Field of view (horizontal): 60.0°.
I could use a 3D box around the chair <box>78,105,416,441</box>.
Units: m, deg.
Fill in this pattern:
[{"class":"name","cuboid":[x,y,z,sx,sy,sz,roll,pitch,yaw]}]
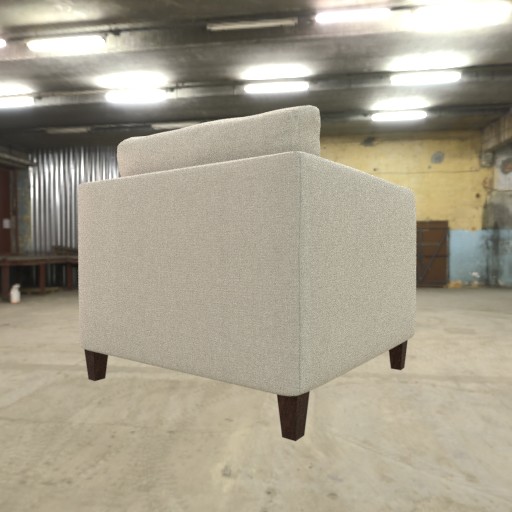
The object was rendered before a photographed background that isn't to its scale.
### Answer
[{"class":"chair","cuboid":[0.000,0.000,1.731,0.996,0.919,0.959,1,1,36]}]
